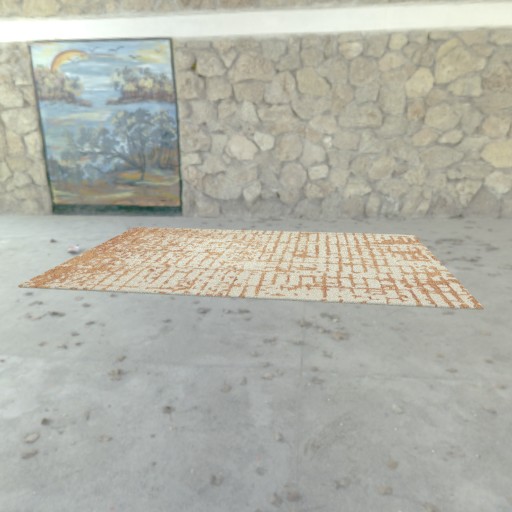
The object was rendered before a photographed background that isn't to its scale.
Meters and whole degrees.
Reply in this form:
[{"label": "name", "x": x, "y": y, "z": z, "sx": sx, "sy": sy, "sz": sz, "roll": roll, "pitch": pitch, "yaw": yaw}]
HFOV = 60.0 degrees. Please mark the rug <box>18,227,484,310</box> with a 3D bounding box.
[{"label": "rug", "x": 0.000, "y": 0.000, "z": 2.299, "sx": 1.829, "sy": 0.011, "sz": 1.219, "roll": 2, "pitch": 15, "yaw": 7}]
